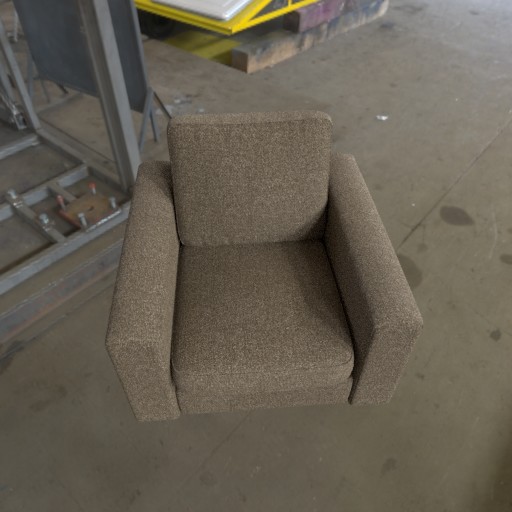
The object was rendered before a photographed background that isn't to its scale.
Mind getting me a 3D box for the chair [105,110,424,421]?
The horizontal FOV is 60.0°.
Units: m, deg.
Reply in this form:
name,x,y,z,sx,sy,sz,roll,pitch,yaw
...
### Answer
name,x,y,z,sx,sy,sz,roll,pitch,yaw
chair,0.000,0.000,1.776,1.005,0.873,1.016,-3,45,-3
